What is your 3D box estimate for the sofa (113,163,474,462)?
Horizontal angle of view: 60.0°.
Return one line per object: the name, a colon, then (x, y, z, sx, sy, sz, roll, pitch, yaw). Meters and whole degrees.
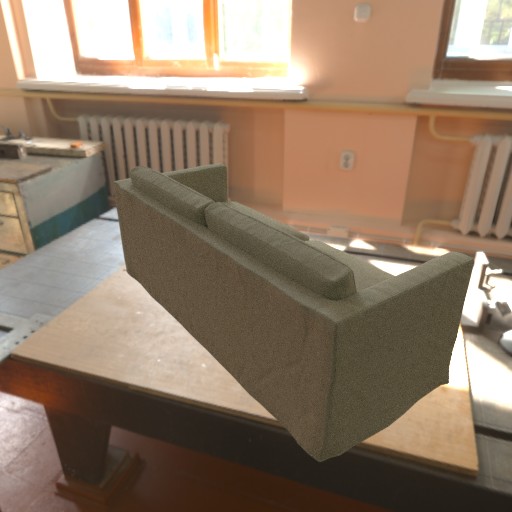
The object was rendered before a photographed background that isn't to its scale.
sofa: (0.000, 0.000, 2.762, 0.956, 0.847, 2.296, -17, 31, -32)
